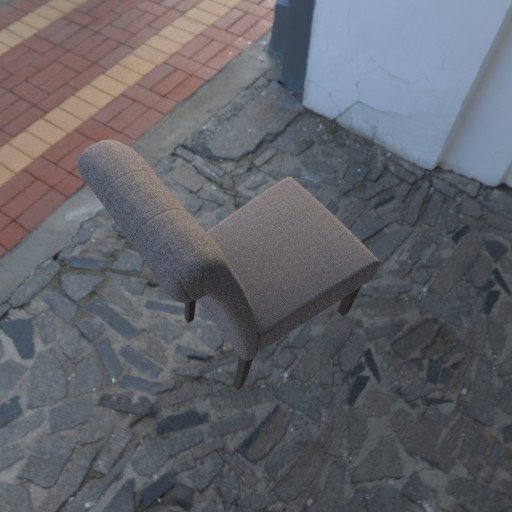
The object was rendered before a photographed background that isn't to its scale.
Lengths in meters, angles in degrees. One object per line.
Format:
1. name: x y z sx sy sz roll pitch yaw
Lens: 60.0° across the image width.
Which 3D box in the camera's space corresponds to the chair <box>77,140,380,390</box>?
1. chair: 0.000 0.000 1.352 0.671 1.006 0.456 -33 64 -18
